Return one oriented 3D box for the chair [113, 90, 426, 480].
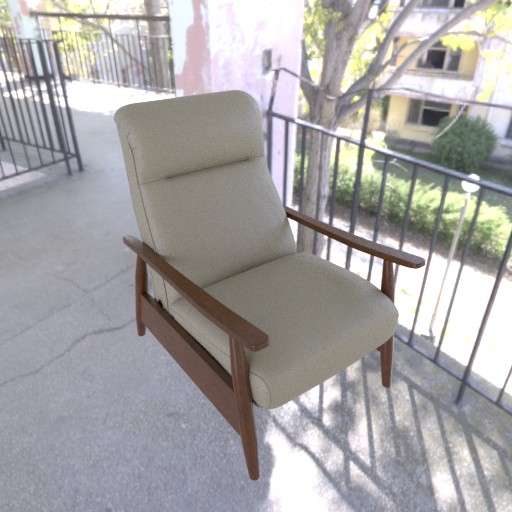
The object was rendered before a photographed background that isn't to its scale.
[{"bbox_3d":[0.000,0.000,1.761,0.762,1.082,1.014,-21,36,-31],"label":"chair"}]
